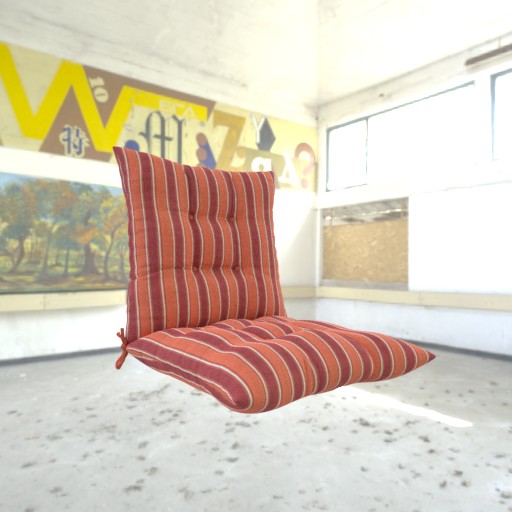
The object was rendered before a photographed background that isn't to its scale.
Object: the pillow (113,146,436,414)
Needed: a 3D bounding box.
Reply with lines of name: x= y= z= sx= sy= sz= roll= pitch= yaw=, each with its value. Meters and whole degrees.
pillow: x=0.000 y=0.000 z=1.012 sx=0.541 sy=0.536 sz=0.585 roll=1 pitch=-2 yaw=-37
